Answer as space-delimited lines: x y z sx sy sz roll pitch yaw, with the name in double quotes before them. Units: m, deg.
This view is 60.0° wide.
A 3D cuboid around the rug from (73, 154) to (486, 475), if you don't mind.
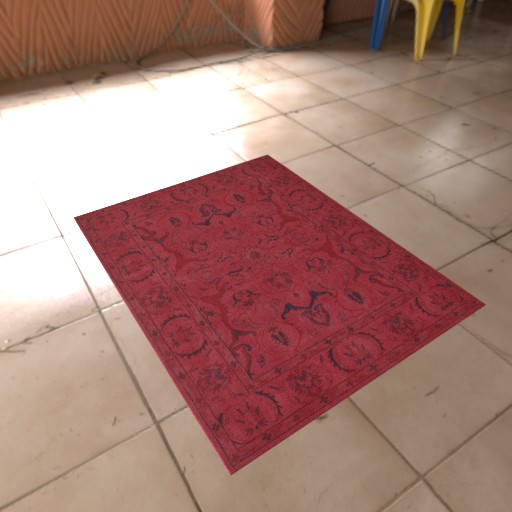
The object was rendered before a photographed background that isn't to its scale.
"rug" 0.000 0.000 3.844 2.300 0.012 2.929 -24 46 -25
